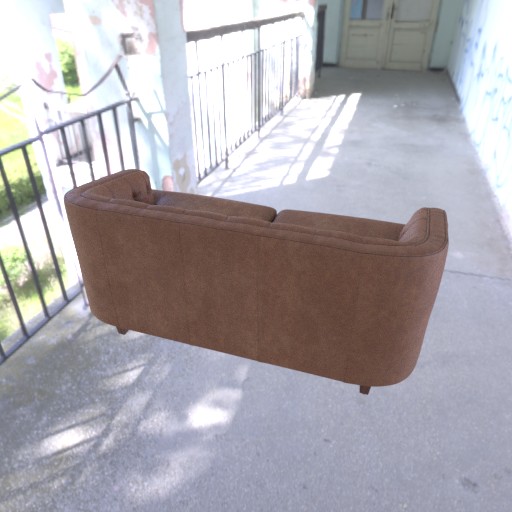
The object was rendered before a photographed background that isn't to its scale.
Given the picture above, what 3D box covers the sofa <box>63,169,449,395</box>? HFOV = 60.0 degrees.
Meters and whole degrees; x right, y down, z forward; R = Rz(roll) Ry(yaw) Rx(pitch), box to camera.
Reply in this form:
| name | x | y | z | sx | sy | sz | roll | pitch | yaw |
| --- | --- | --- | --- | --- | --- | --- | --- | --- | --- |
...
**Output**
| name | x | y | z | sx | sy | sz | roll | pitch | yaw |
| --- | --- | --- | --- | --- | --- | --- | --- | --- | --- |
| sofa | 0.000 | 0.000 | 2.265 | 1.755 | 0.786 | 0.914 | 10 | 33 | 16 |
